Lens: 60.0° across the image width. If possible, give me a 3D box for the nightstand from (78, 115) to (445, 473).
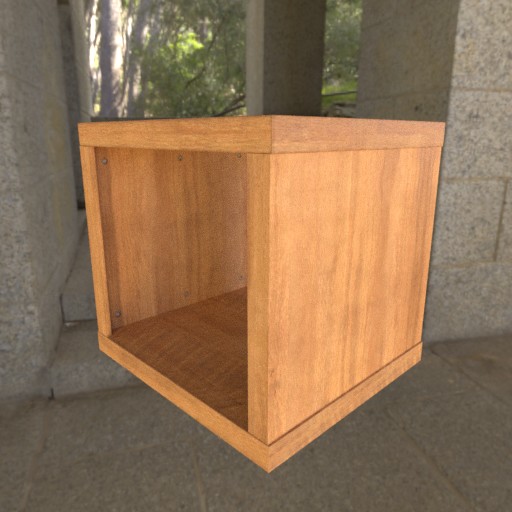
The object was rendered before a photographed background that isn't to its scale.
[{"bbox_3d":[0.000,0.000,0.850,0.436,0.491,0.493,-15,21,-42],"label":"nightstand"}]
